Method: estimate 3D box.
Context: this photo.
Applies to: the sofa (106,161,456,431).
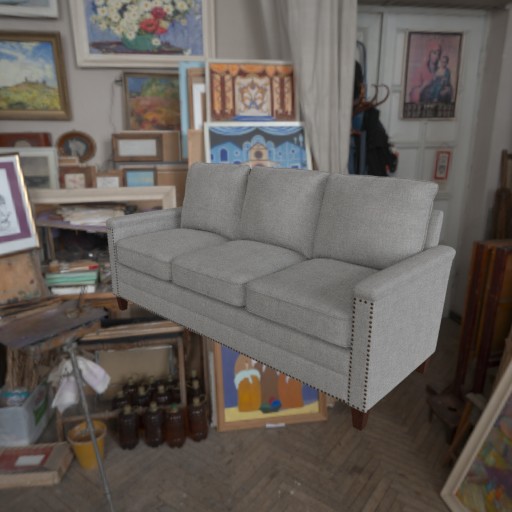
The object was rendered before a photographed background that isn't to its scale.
[{"bbox_3d":[0.000,0.000,2.521,1.925,0.959,0.828,14,21,41],"label":"sofa"}]
